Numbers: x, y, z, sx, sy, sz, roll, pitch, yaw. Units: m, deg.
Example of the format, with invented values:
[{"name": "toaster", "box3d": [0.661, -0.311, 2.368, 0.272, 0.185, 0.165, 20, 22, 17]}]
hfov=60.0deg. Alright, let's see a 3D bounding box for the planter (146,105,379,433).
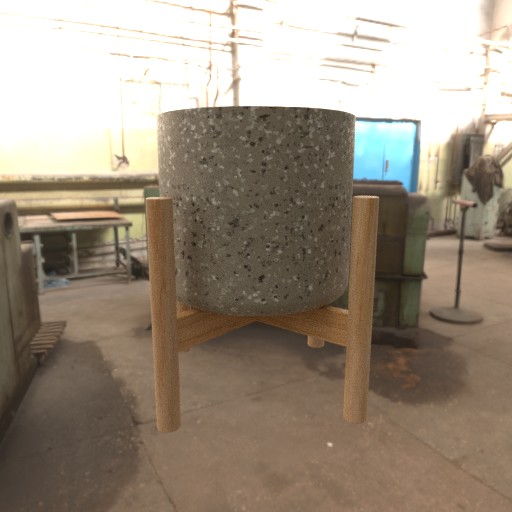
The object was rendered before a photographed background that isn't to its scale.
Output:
[{"name": "planter", "box3d": [0.000, 0.000, 0.537, 0.284, 0.320, 0.284, -6, 13, -26]}]
